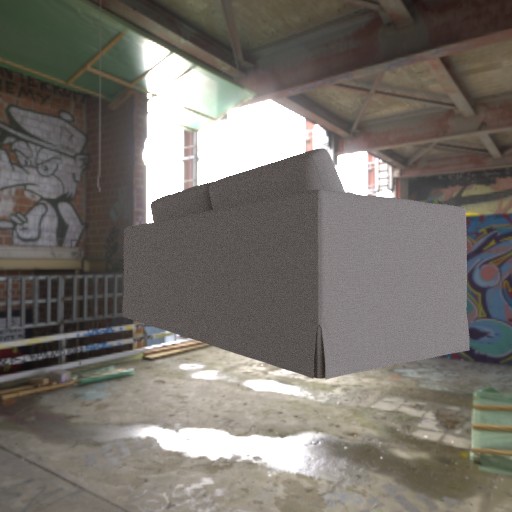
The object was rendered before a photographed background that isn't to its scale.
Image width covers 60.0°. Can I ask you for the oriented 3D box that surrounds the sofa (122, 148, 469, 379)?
[{"bbox_3d":[0.000,0.000,2.676,0.954,0.881,2.163,1,-1,-34],"label":"sofa"}]
